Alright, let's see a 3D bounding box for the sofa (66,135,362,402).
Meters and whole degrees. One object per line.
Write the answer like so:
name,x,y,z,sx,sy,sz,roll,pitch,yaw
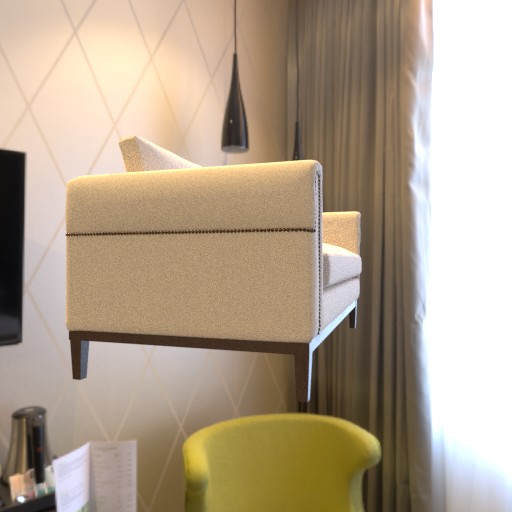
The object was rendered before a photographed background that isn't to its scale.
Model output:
sofa,0.000,0.000,2.144,0.905,0.873,1.598,0,-1,18
